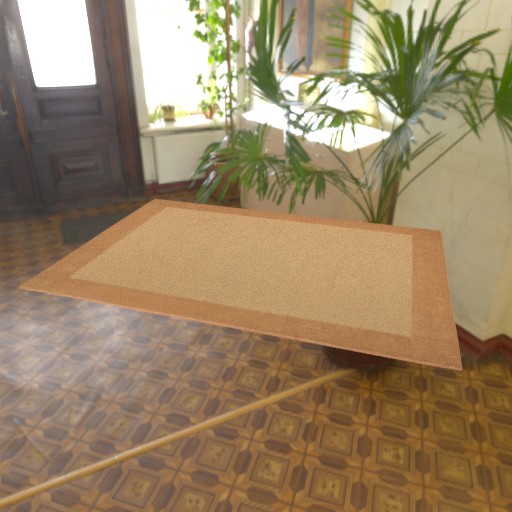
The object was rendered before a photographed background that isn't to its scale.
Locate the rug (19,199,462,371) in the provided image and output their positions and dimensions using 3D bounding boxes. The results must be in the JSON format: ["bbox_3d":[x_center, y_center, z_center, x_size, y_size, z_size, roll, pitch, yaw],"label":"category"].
[{"bbox_3d":[0.000,0.000,2.248,1.829,0.014,1.219,8,28,15],"label":"rug"}]
